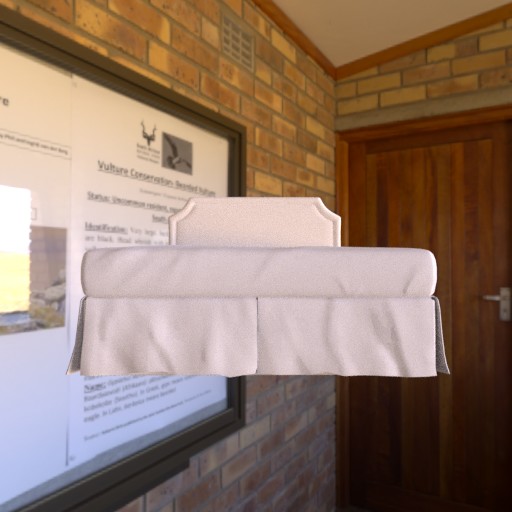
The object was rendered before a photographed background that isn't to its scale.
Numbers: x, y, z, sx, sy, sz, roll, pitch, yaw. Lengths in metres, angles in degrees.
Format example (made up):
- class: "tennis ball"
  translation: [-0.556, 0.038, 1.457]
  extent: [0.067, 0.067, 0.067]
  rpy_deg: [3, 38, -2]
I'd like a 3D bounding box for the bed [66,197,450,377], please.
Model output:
- class: "bed"
  translation: [0.000, 0.000, 3.485]
  extent: [1.977, 1.293, 2.498]
  rpy_deg: [0, -1, -1]
